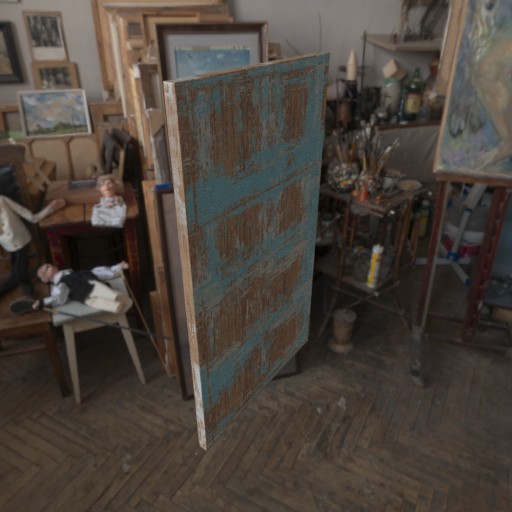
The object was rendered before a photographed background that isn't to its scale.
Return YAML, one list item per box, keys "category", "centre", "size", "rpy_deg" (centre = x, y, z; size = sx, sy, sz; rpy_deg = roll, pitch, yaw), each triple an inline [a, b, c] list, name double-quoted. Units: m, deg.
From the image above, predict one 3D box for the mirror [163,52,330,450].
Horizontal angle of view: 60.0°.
- category: "mirror"
  centre: [0.000, 0.000, 1.511]
  size: [0.083, 1.213, 0.707]
  rpy_deg: [20, 36, 30]
